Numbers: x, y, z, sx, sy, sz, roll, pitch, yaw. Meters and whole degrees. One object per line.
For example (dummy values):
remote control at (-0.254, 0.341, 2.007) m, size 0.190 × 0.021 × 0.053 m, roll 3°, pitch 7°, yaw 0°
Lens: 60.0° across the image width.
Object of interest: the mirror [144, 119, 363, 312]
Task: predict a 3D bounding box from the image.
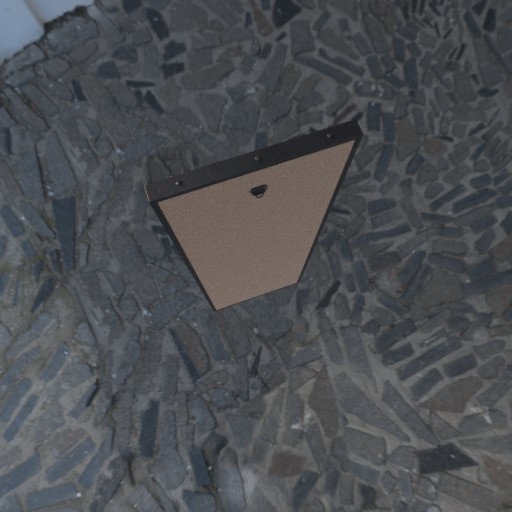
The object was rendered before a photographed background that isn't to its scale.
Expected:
mirror at (0.000, 0.000, 1.200) m, size 0.354 × 1.080 × 0.042 m, roll -19°, pitch 75°, yaw -5°
